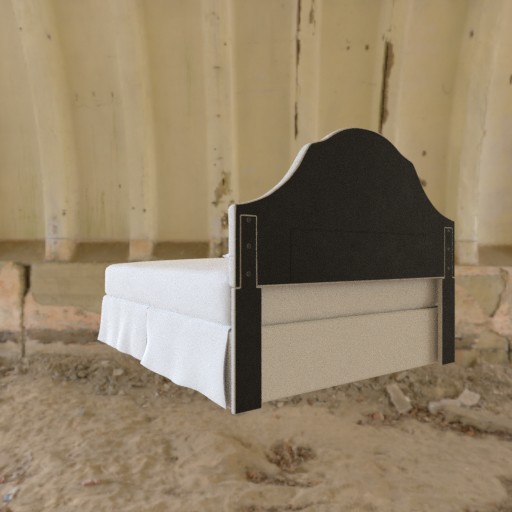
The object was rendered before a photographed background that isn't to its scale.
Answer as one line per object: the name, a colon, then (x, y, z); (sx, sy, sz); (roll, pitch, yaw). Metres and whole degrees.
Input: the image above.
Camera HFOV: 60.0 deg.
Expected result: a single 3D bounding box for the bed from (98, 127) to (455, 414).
bed: (0.000, 0.000, 3.817); (2.039, 1.617, 2.477); (0, 0, -34)
